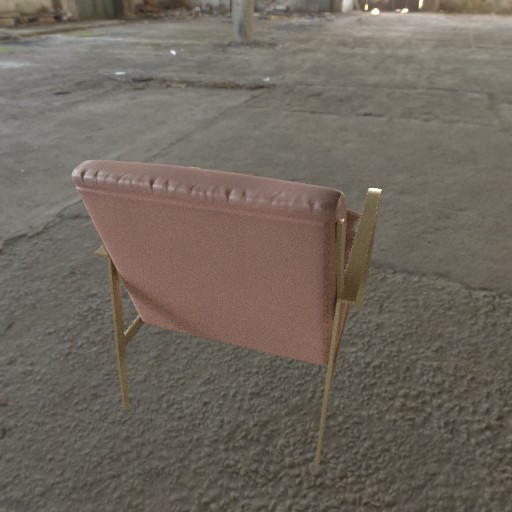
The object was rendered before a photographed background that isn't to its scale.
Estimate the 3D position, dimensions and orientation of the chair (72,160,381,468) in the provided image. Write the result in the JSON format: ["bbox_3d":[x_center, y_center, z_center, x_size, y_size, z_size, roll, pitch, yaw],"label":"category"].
[{"bbox_3d":[0.000,0.000,1.443,0.701,0.823,0.848,10,32,16],"label":"chair"}]
